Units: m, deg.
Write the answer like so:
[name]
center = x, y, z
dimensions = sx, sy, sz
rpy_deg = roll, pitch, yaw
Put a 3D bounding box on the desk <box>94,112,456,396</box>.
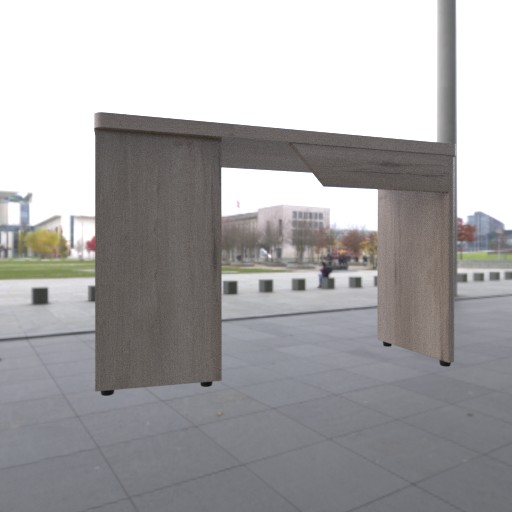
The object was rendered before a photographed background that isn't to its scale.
[desk]
center = 0.000, 0.000, 1.761
dimensions = 1.169, 0.760, 0.900
rpy_deg = 0, 0, -17
